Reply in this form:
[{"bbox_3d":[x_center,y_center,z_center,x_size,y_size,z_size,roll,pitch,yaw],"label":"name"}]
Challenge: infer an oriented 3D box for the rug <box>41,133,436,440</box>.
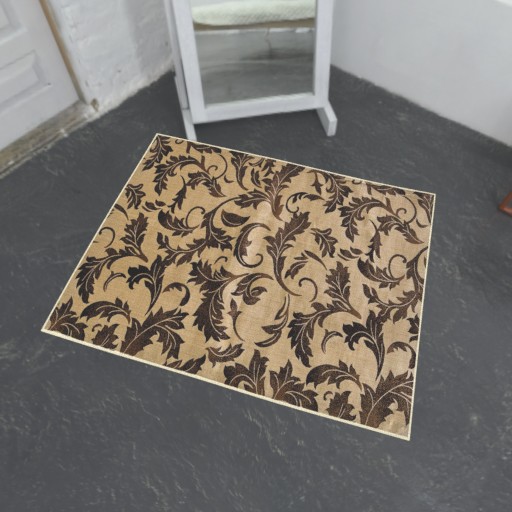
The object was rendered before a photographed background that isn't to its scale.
[{"bbox_3d":[0.000,0.000,3.974,2.977,0.008,2.380,14,59,9],"label":"rug"}]
